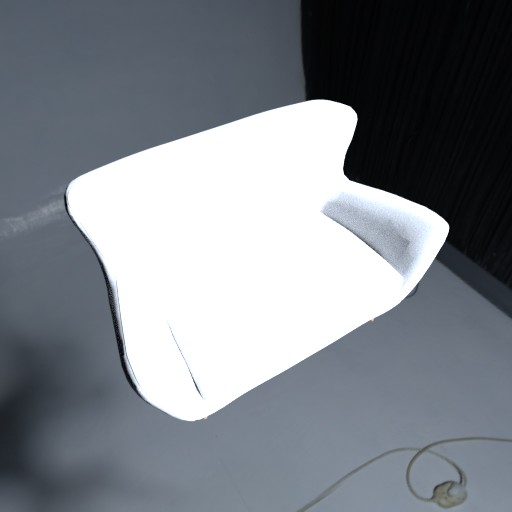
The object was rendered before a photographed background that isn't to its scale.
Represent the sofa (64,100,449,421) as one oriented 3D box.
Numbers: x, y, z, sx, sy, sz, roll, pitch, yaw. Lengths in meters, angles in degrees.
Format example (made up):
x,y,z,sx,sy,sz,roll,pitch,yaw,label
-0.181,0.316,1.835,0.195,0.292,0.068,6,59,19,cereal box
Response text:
x,y,z,sx,sy,sz,roll,pitch,yaw,label
0.000,0.000,1.994,1.424,0.878,0.921,-25,52,-21,sofa
